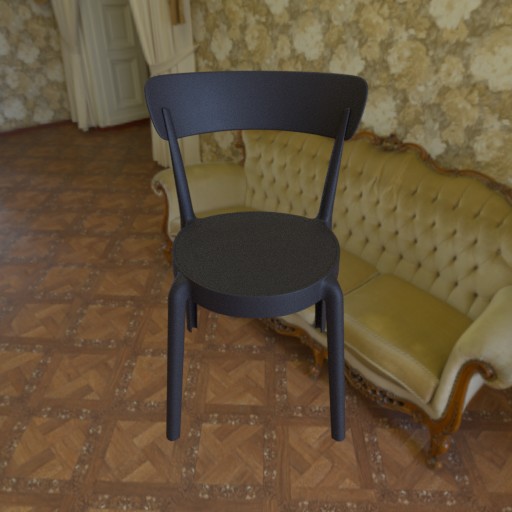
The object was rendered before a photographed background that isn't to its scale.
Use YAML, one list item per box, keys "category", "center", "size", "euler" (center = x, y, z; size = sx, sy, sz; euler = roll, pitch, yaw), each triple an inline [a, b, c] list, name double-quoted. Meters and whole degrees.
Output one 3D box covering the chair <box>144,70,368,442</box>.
- category: "chair"
  center: [0.000, 0.000, 1.103]
  size: [0.506, 0.790, 0.491]
  euler: [0, 32, 0]
